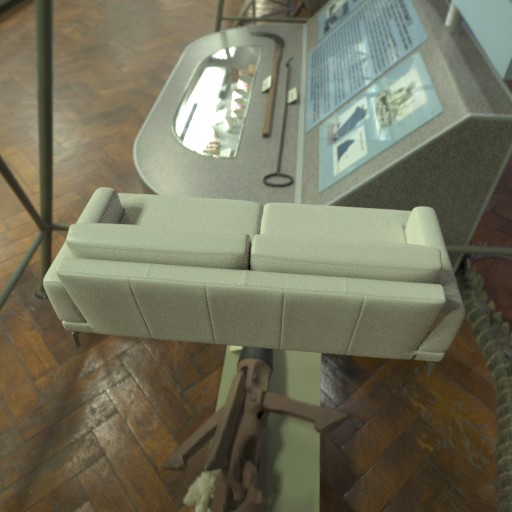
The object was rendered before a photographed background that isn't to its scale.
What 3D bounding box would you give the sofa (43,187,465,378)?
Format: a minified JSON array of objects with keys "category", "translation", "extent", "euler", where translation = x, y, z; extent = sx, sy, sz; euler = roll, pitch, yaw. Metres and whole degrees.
[{"category":"sofa","translation":[0.000,0.000,2.369],"extent":[1.940,0.765,0.974],"euler":[4,45,4]}]
